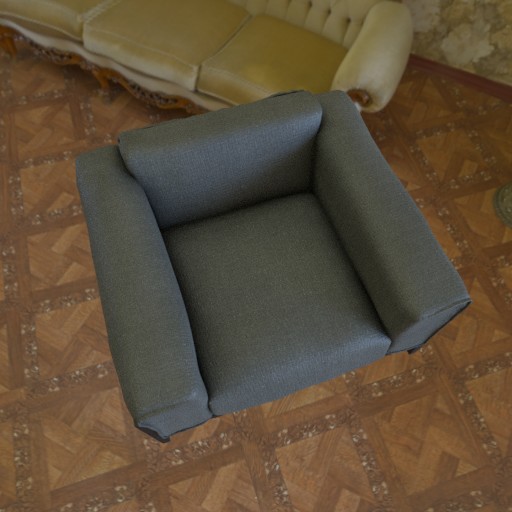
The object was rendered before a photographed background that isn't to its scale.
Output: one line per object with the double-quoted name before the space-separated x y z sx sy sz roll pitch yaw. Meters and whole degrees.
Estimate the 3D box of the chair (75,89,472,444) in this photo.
"chair" 0.000 0.000 1.616 1.056 0.646 0.969 -17 63 -9
